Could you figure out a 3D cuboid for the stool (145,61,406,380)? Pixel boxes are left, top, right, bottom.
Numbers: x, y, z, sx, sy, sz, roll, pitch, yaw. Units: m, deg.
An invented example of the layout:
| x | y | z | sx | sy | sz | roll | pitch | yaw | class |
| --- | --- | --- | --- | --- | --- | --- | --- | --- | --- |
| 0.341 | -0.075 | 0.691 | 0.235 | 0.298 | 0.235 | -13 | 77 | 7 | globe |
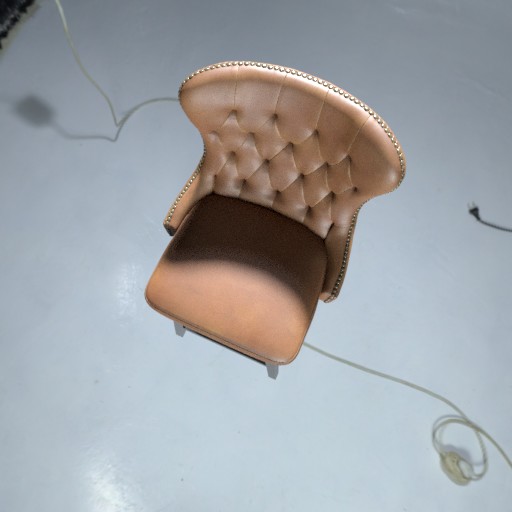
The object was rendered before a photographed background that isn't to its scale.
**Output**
| x | y | z | sx | sy | sz | roll | pitch | yaw | class |
| --- | --- | --- | --- | --- | --- | --- | --- | --- | --- |
| 0.000 | 0.000 | 1.327 | 0.528 | 0.971 | 0.593 | 23 | 76 | 6 | stool |
